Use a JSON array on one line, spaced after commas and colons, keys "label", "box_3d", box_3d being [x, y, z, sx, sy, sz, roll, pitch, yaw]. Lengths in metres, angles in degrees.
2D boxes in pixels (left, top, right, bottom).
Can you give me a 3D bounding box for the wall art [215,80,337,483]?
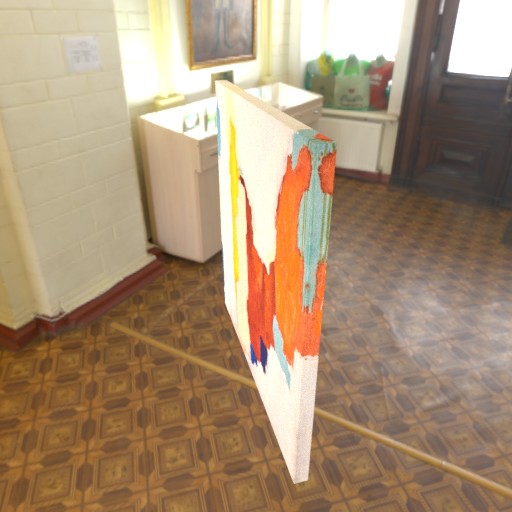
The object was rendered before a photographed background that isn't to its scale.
[{"label": "wall art", "box_3d": [0.000, 0.000, 1.218, 0.037, 0.814, 0.814, -7, 29, -14]}]
